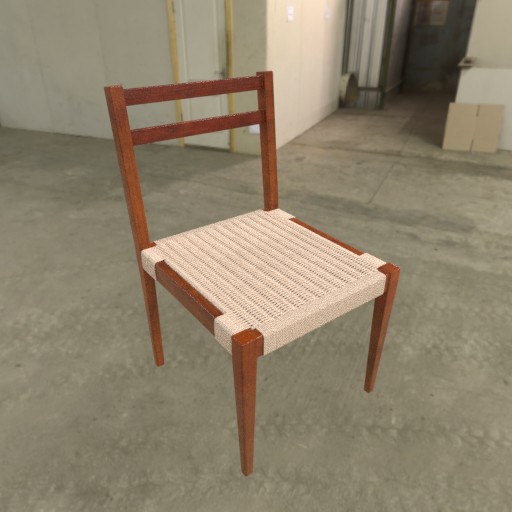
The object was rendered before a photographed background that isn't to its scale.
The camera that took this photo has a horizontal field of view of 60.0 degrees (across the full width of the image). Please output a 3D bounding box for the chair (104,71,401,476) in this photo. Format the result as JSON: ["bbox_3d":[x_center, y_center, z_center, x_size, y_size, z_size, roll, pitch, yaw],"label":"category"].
[{"bbox_3d":[0.000,0.000,1.199,0.495,0.851,0.569,-20,35,-31],"label":"chair"}]
